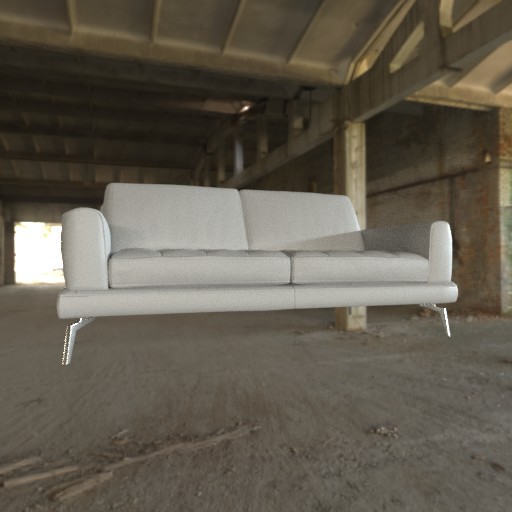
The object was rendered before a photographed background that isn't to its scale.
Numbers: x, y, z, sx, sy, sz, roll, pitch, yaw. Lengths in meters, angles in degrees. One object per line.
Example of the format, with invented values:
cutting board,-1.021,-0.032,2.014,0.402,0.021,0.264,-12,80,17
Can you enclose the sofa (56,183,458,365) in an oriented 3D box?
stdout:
sofa,0.000,0.000,2.725,2.177,0.930,1.121,0,-1,-19
